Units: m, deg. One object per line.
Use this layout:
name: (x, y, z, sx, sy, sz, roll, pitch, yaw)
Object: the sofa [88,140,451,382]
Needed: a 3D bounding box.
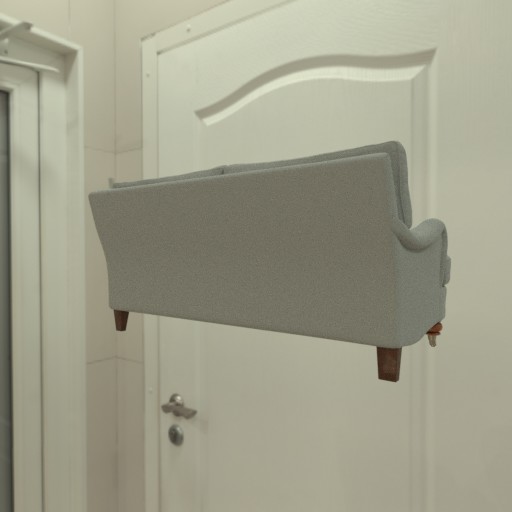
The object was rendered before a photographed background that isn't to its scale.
sofa: (0.000, 0.000, 2.859, 2.193, 1.096, 1.069, 1, 1, 37)
